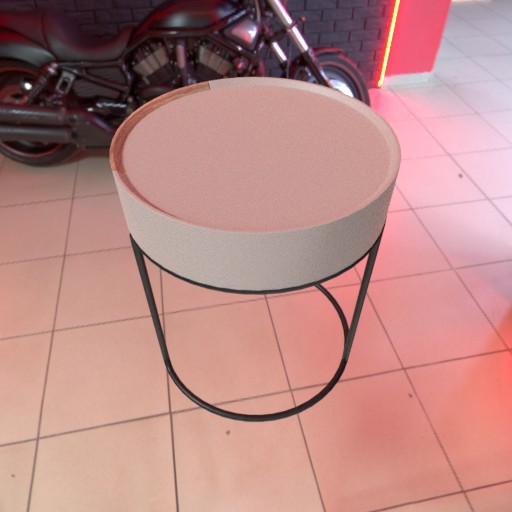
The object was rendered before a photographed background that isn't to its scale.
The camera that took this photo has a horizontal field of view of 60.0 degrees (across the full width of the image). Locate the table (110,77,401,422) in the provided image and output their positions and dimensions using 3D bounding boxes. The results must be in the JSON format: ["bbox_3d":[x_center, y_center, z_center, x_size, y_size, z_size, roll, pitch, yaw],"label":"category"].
[{"bbox_3d":[0.000,0.000,0.886,0.450,0.530,0.450,0,45,0],"label":"table"}]
